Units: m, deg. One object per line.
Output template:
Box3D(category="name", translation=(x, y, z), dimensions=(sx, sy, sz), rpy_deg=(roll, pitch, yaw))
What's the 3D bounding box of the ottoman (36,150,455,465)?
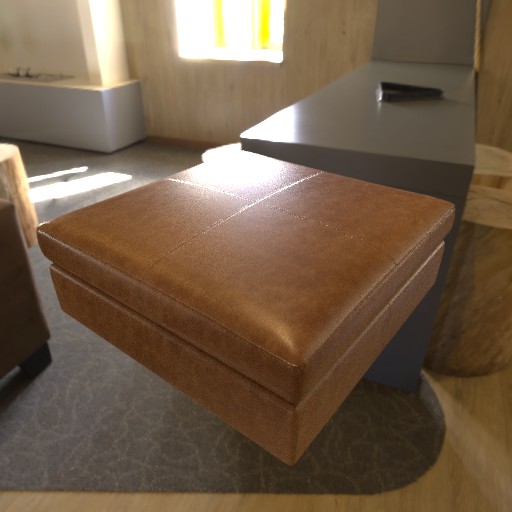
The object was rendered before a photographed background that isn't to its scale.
Box3D(category="ottoman", translation=(0.000, 0.000, 1.792), dimensions=(1.169, 0.483, 1.168), rpy_deg=(22, 37, 32))
